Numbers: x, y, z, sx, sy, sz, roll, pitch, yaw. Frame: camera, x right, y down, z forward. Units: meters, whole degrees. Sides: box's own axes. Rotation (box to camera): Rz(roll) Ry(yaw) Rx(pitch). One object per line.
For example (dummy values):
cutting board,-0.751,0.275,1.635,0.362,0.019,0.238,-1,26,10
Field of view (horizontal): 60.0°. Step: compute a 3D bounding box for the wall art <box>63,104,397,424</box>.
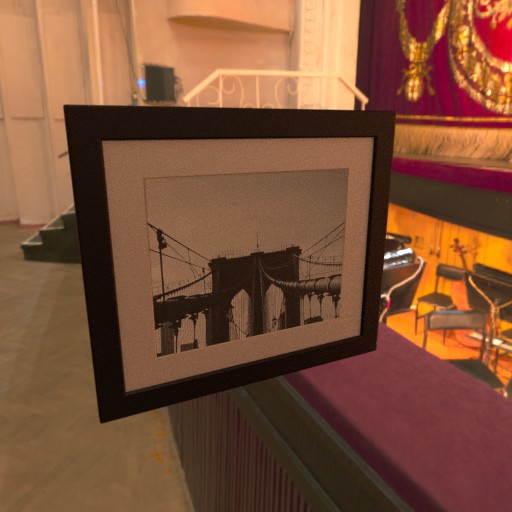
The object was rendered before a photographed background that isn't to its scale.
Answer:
wall art,0.000,0.000,0.711,0.521,0.450,0.018,-8,18,-25
